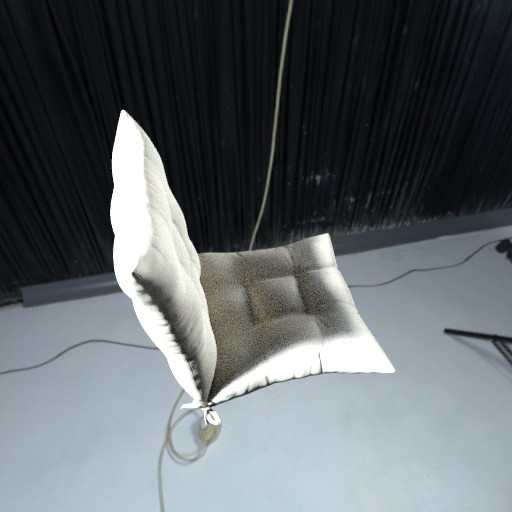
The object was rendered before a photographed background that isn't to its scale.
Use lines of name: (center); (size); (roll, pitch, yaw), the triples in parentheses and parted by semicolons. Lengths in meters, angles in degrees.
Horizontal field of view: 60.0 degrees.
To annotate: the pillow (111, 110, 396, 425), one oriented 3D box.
pillow: (0.000, 0.000, 1.039); (0.585, 0.536, 0.541); (-9, 46, -9)
